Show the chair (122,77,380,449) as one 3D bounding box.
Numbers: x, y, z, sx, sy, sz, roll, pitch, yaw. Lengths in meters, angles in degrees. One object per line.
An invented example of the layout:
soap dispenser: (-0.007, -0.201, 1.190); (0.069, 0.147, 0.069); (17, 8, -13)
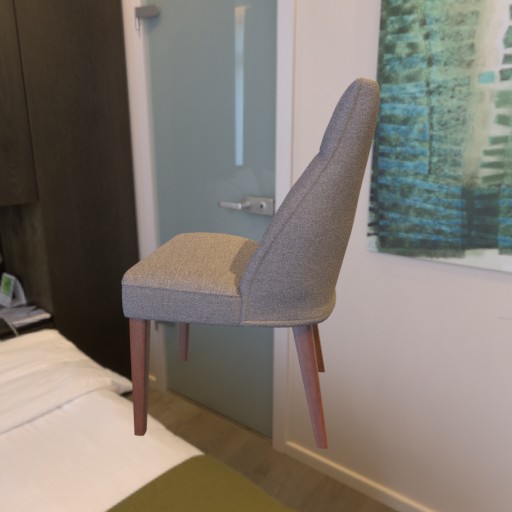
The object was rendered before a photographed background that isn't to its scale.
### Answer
chair: (0.000, 0.000, 1.279); (0.620, 0.930, 0.500); (2, 15, 7)
